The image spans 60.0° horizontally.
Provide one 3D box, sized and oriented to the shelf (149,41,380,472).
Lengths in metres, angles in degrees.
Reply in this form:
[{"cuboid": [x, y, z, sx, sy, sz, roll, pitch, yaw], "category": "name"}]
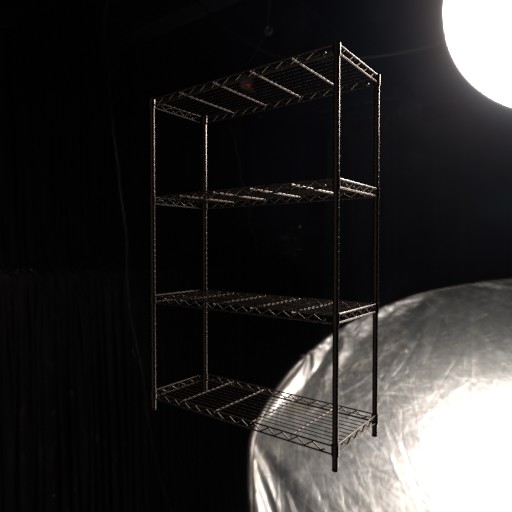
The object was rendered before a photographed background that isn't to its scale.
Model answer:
[{"cuboid": [0.000, 0.000, 1.803, 0.907, 1.361, 0.352, 1, 2, 37], "category": "shelf"}]
